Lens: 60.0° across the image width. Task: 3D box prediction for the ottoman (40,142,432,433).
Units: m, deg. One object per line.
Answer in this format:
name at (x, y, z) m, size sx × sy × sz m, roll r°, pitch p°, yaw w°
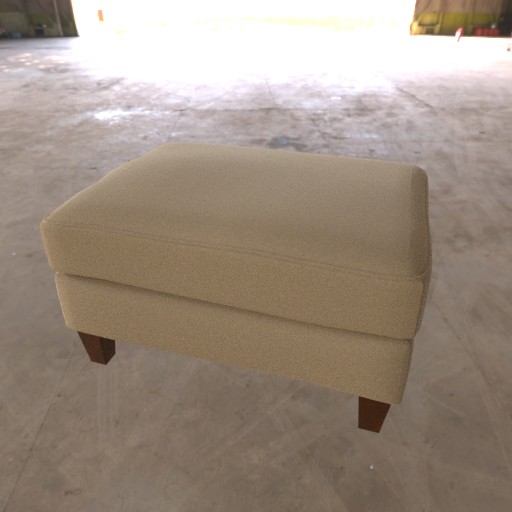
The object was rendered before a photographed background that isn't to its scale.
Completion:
ottoman at (0.000, 0.000, 1.184) m, size 0.818 × 0.485 × 0.634 m, roll 9°, pitch 32°, yaw 15°
